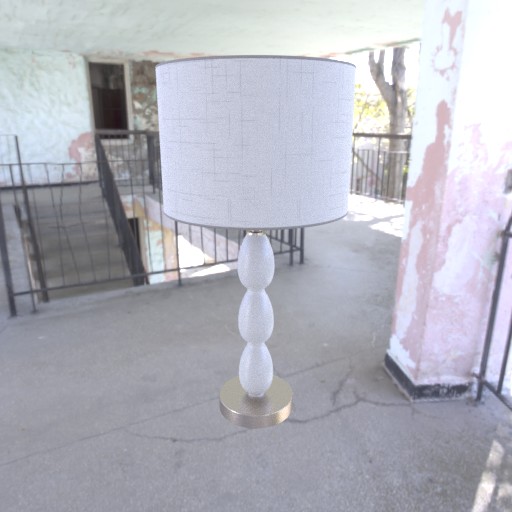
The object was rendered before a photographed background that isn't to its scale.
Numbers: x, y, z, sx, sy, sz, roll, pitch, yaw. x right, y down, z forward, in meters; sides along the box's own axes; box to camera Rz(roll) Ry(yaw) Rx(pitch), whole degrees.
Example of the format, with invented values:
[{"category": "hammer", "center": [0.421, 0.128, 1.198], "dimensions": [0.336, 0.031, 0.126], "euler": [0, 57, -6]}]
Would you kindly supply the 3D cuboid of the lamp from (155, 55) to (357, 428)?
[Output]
[{"category": "lamp", "center": [0.000, 0.000, 0.714], "dimensions": [0.282, 0.559, 0.280], "euler": [-2, 17, -8]}]
